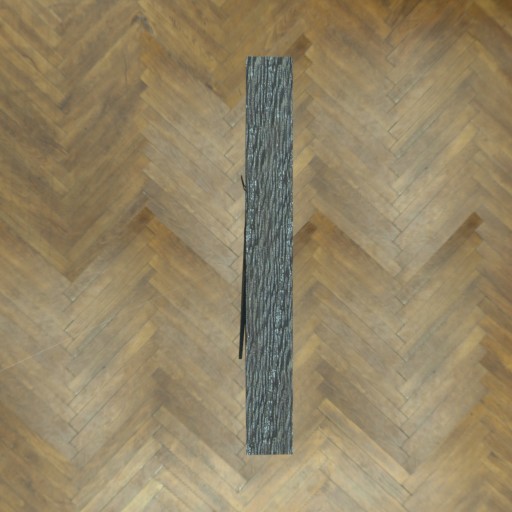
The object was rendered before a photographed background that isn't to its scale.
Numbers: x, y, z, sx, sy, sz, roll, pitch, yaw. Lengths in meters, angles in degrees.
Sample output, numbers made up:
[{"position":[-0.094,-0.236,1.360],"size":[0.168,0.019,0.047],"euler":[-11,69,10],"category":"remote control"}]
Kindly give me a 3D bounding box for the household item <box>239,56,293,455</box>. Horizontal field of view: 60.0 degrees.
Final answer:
[{"position":[0.000,0.000,0.238],"size":[0.020,0.180,0.133],"euler":[0,90,-2],"category":"household item"}]
